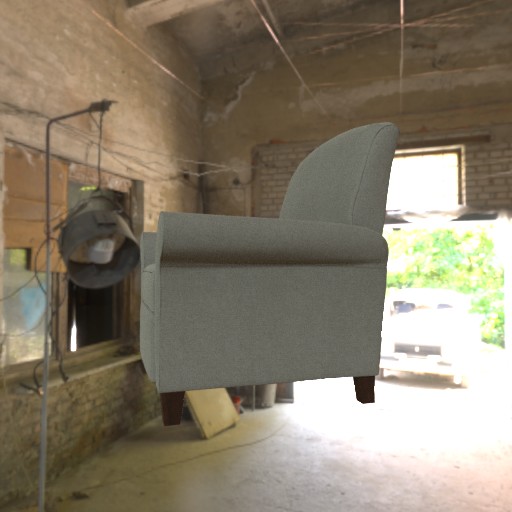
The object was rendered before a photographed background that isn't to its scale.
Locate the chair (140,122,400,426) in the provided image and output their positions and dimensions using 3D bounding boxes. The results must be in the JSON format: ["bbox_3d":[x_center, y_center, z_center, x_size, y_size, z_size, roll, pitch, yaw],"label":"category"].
[{"bbox_3d":[0.000,0.000,1.828,0.905,1.061,0.978,0,-1,-18],"label":"chair"}]
